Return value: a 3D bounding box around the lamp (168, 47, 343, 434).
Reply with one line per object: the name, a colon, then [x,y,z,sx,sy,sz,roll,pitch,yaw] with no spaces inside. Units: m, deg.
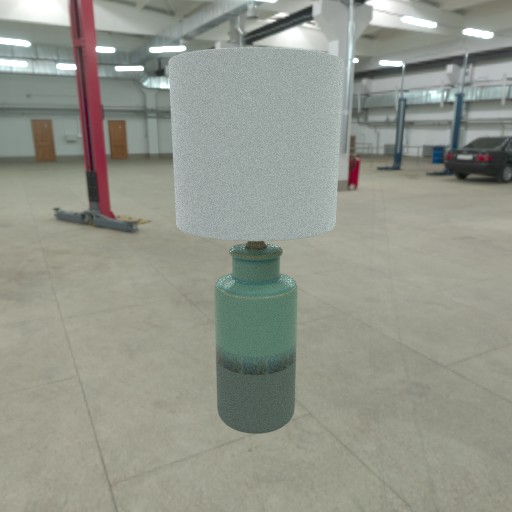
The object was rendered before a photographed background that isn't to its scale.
lamp: [0.000,0.000,0.612,0.212,0.493,0.212,8,17,25]
